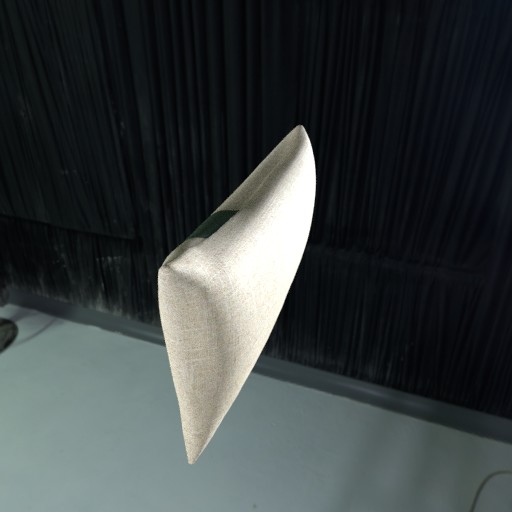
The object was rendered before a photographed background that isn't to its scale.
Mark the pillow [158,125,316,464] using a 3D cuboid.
[{"bbox_3d":[0.000,0.000,1.051,0.197,0.429,0.859,9,30,15],"label":"pillow"}]
